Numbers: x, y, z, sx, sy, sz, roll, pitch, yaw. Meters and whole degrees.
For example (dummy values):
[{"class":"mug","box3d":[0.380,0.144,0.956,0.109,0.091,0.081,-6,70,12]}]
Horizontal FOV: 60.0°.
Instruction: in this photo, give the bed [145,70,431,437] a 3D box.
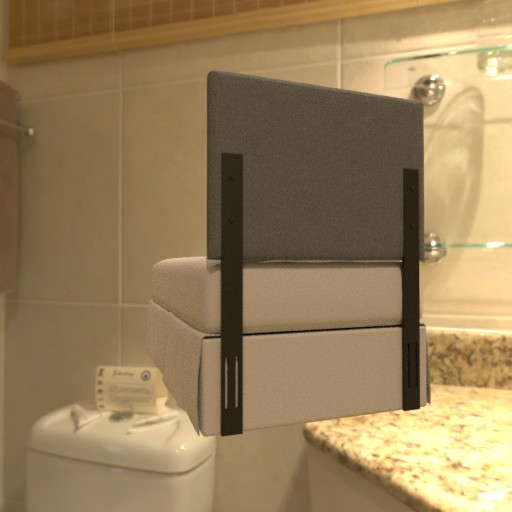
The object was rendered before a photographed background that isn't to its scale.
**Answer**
[{"class":"bed","box3d":[0.000,0.000,2.991,1.261,1.571,1.997,0,-1,-20]}]
